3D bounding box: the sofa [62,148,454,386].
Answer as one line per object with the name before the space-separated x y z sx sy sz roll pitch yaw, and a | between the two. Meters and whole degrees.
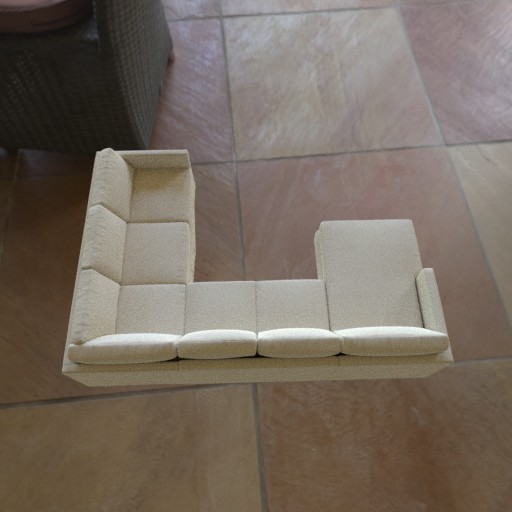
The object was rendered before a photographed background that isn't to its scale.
sofa | 0.000 0.000 4.601 3.464 0.882 2.448 -2 64 -1
